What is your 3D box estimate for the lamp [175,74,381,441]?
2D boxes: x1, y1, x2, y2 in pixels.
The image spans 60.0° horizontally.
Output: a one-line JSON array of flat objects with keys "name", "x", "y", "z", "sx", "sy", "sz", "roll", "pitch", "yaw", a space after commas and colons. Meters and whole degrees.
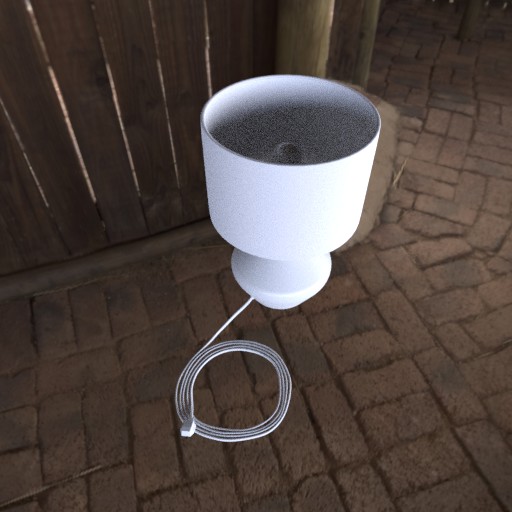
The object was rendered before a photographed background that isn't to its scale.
[{"name": "lamp", "x": 0.000, "y": 0.000, "z": 0.840, "sx": 0.546, "sy": 0.457, "sz": 0.401, "roll": -33, "pitch": 55, "yaw": -27}]
